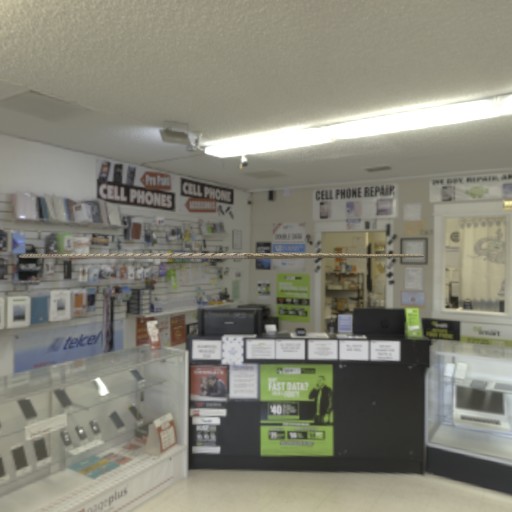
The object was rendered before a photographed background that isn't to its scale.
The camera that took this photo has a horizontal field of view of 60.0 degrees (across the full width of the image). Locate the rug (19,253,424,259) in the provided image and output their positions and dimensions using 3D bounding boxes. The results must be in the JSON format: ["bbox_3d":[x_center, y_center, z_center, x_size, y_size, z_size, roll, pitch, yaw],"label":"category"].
[{"bbox_3d":[0.000,0.000,2.321,1.237,0.019,1.842,0,0,35],"label":"rug"}]
